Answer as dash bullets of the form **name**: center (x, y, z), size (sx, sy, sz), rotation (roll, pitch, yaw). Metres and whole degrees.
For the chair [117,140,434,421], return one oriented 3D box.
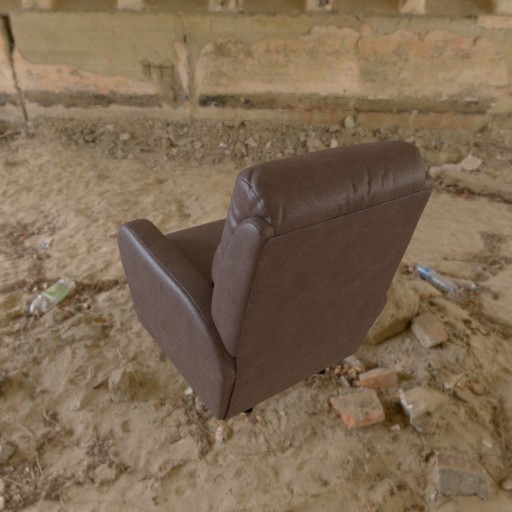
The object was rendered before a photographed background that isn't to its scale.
- **chair**: center (0.000, 0.000, 1.812), size (0.865, 1.067, 1.067), rotation (-18, 34, -29)
